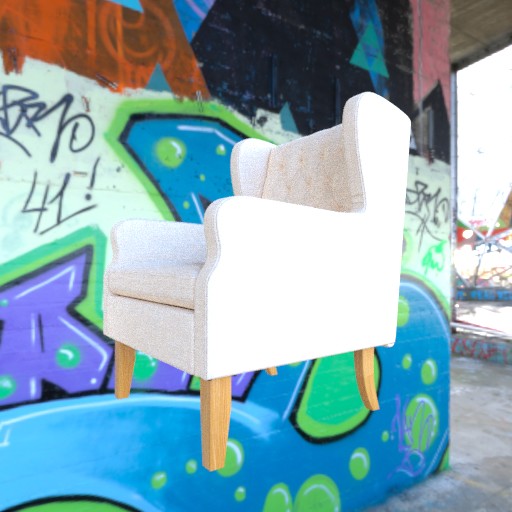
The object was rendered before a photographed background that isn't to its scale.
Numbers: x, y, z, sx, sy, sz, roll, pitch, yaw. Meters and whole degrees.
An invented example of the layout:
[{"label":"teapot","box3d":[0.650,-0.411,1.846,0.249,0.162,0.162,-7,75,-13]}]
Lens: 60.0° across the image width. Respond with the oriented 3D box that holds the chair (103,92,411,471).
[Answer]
[{"label":"chair","box3d":[0.000,0.000,1.411,0.760,0.930,0.710,0,-1,-35]}]
